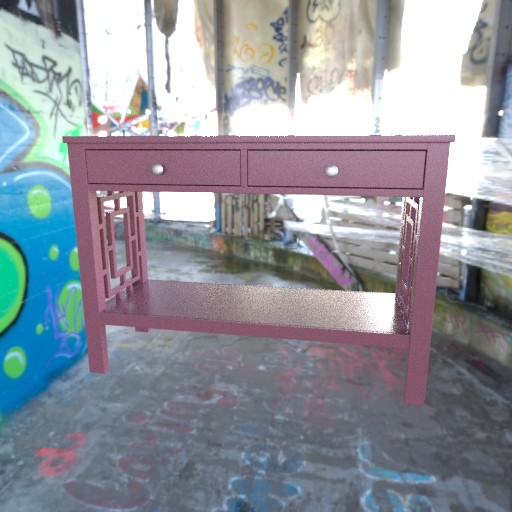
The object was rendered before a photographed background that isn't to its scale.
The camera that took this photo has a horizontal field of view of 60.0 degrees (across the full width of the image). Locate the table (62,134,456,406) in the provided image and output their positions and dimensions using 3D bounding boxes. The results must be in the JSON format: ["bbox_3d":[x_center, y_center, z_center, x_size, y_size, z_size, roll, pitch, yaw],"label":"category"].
[{"bbox_3d":[0.000,0.000,1.450,1.068,0.753,0.397,3,14,10],"label":"table"}]
